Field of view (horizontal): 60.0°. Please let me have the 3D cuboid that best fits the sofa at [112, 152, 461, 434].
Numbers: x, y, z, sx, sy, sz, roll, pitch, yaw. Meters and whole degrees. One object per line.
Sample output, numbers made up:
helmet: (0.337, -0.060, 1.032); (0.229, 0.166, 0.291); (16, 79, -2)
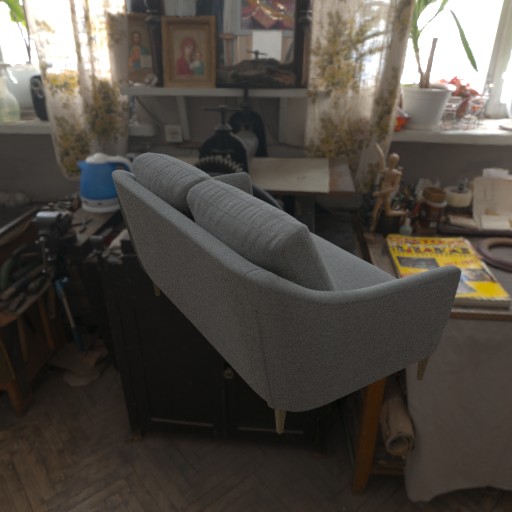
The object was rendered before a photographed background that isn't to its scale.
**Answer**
sofa: (0.000, 0.000, 2.212); (0.960, 0.904, 1.619); (-17, 32, -30)
